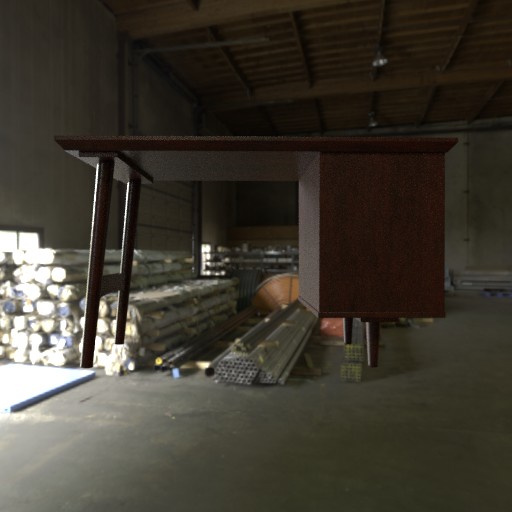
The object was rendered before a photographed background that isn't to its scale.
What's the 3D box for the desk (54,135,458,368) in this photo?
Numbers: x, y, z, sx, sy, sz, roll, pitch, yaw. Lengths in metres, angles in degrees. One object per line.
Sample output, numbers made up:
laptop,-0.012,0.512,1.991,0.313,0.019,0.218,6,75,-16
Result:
desk,0.000,0.000,1.707,1.277,0.758,0.612,0,0,-1
